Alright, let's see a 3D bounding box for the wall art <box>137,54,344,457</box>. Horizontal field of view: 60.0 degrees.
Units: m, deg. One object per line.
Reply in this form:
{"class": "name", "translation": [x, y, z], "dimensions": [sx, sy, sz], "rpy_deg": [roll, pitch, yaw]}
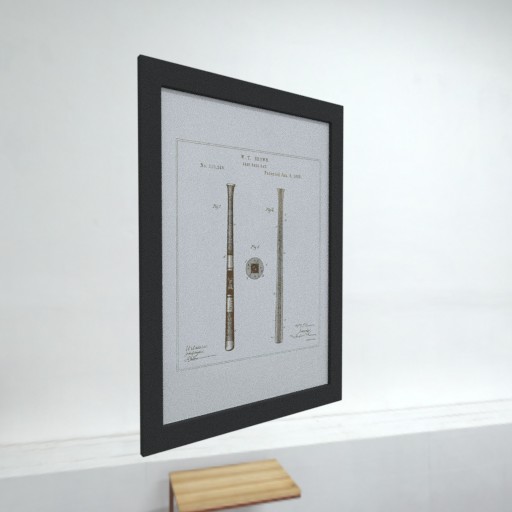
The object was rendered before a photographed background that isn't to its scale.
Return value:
{"class": "wall art", "translation": [0.000, 0.000, 0.692], "dimensions": [0.374, 0.529, 0.012], "rpy_deg": [-1, 2, -35]}
